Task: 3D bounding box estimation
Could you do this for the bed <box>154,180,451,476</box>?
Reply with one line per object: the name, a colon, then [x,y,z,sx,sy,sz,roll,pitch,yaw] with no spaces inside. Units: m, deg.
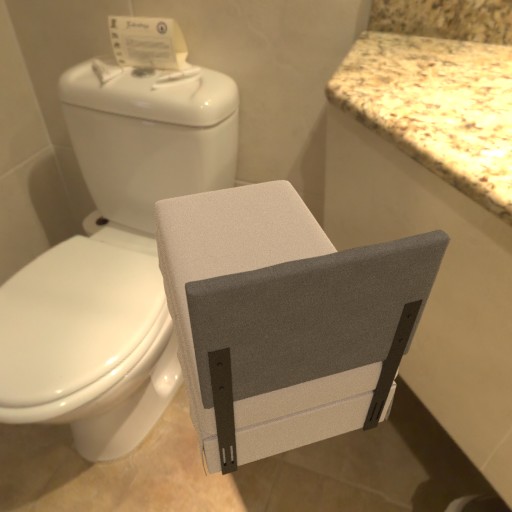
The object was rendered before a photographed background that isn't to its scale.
bed: [0.000,0.000,2.962,1.261,1.571,1.997,-11,43,-13]
